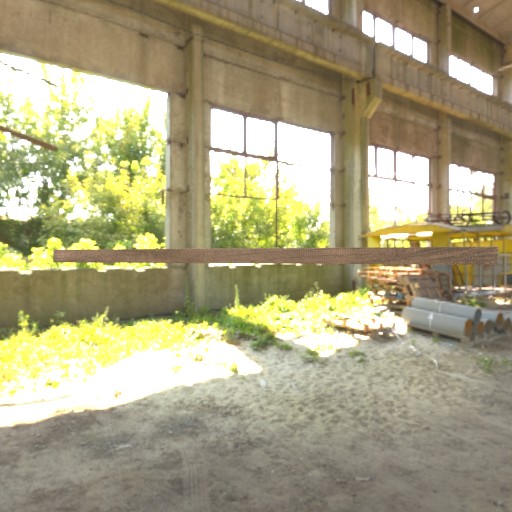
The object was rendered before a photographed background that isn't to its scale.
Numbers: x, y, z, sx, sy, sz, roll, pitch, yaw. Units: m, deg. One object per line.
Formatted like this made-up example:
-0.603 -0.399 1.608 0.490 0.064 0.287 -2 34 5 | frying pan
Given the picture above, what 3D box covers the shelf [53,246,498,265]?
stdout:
0.000 0.000 0.651 0.610 0.020 0.140 0 0 18 | shelf
